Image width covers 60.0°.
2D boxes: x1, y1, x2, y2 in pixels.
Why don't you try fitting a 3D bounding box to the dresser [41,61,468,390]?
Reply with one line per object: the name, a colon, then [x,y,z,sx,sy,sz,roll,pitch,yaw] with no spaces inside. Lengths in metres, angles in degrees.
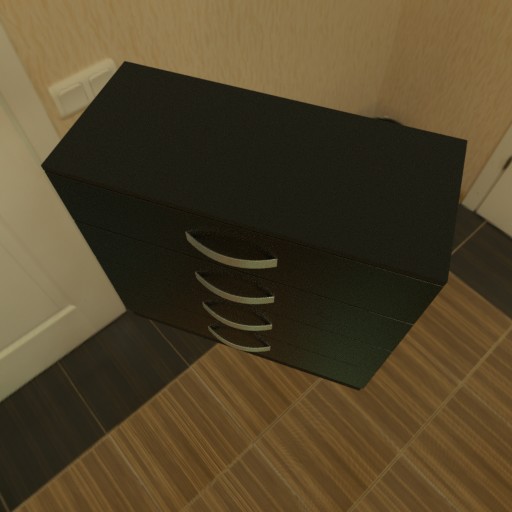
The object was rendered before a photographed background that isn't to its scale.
dresser: [0.000,0.000,1.148,0.750,0.720,0.360,17,60,10]
